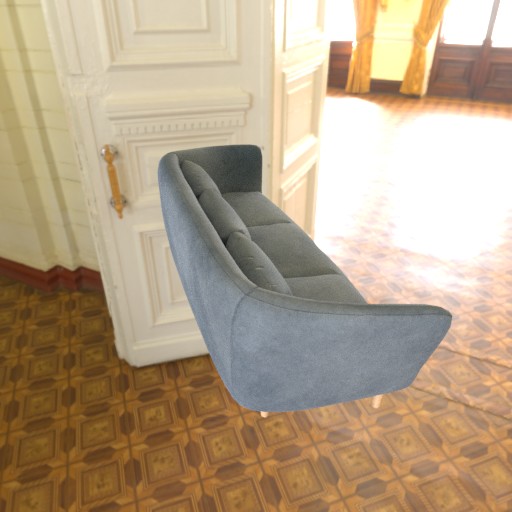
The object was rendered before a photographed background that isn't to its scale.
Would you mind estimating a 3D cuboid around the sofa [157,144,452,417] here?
[{"bbox_3d":[0.000,0.000,2.500,0.849,0.795,2.095,-11,33,-17],"label":"sofa"}]
